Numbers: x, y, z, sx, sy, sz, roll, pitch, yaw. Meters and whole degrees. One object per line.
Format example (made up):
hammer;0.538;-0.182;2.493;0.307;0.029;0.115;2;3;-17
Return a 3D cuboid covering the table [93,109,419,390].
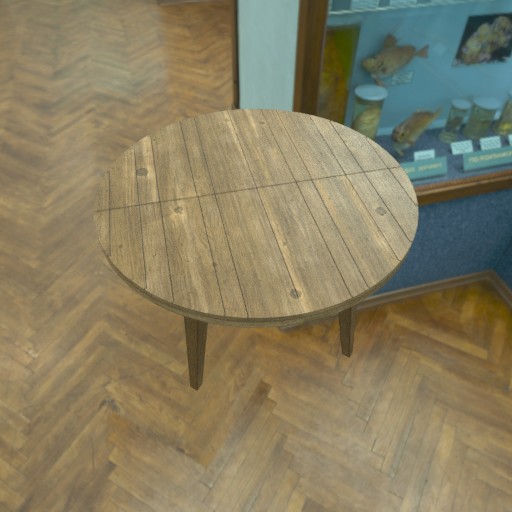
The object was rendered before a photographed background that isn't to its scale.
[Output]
table;0.000;0.000;1.982;1.213;0.764;1.213;0;47;0
